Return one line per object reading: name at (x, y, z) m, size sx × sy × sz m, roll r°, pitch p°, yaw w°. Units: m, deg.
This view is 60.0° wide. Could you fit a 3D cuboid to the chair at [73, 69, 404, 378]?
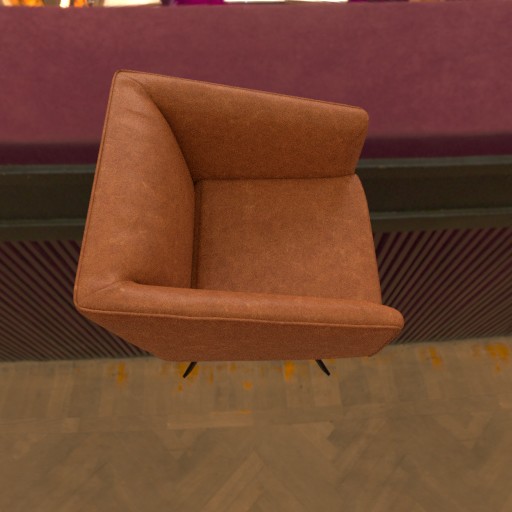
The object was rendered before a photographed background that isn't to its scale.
chair at (0.000, 0.000, 1.201) m, size 0.625 × 0.760 × 0.588 m, roll -1°, pitch 63°, yaw 0°
